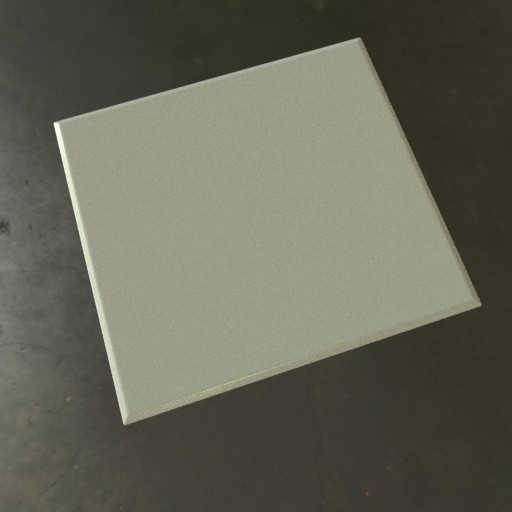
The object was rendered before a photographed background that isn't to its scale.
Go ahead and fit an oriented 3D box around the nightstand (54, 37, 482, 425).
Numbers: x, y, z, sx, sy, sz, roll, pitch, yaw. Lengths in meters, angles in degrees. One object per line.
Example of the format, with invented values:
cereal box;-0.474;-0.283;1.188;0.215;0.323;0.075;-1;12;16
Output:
nightstand;0.000;0.000;0.907;0.505;0.555;0.459;-17;76;-4
